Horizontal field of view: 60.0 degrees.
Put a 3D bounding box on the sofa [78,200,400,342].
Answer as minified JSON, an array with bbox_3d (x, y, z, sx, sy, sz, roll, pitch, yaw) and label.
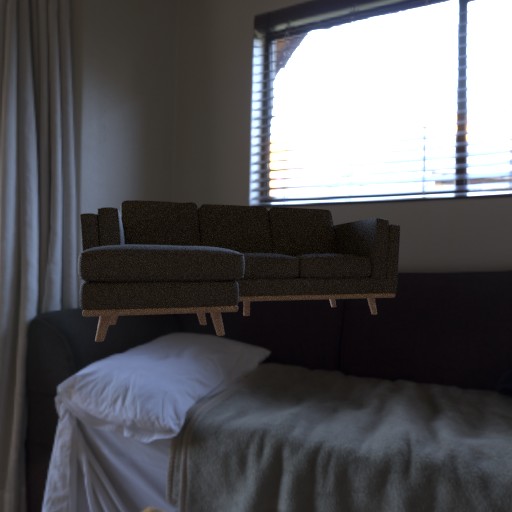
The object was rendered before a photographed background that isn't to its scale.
[{"bbox_3d":[0.000,0.000,3.264,2.411,0.929,1.604,0,-1,-18],"label":"sofa"}]
